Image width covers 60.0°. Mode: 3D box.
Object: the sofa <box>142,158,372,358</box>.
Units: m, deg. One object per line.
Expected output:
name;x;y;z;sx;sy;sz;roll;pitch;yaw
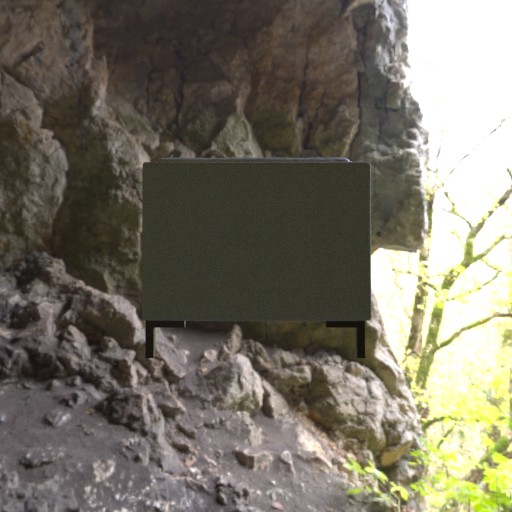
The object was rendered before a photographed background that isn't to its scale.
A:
sofa;0.000;0.000;2.508;0.796;0.705;2.102;0;-1;0
